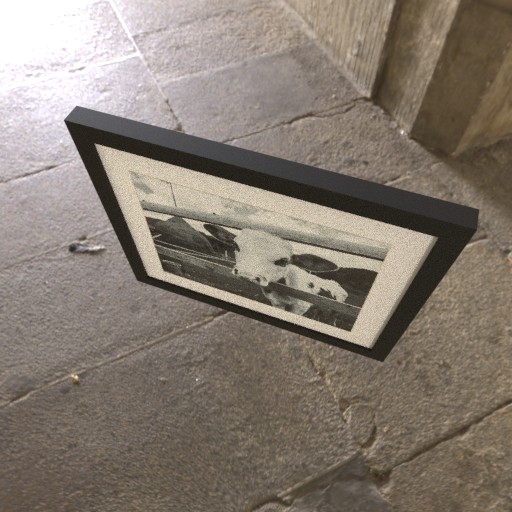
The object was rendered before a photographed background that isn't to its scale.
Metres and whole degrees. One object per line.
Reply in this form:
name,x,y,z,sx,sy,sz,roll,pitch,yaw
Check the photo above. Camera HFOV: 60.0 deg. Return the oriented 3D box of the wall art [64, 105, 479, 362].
wall art,0.000,0.000,0.554,0.404,0.329,0.024,17,59,11
